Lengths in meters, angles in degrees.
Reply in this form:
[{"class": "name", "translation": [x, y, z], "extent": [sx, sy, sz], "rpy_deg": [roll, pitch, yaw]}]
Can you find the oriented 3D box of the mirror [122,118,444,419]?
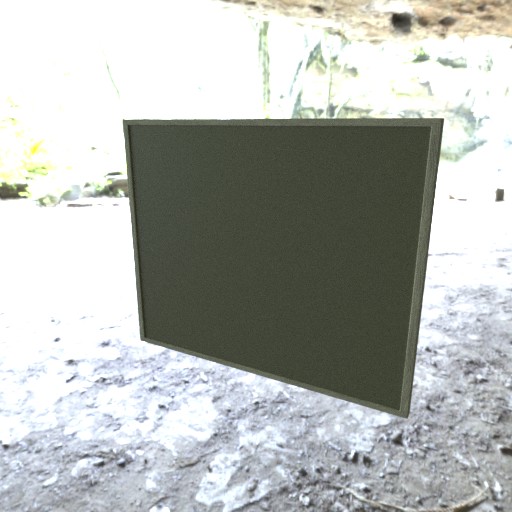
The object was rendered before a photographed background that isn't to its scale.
[{"class": "mirror", "translation": [0.000, 0.000, 1.161], "extent": [0.839, 0.689, 0.028], "rpy_deg": [9, 19, 27]}]
